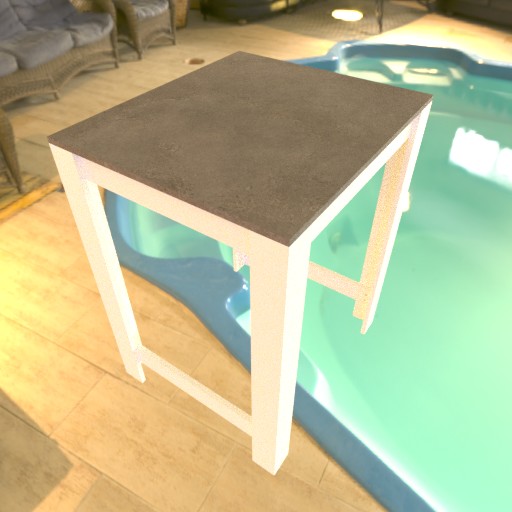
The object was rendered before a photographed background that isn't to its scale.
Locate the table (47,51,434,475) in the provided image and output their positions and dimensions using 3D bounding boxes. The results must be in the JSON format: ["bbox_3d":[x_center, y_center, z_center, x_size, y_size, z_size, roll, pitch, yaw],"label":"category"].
[{"bbox_3d":[0.000,0.000,1.527,0.700,1.020,0.800,25,47,25],"label":"table"}]
